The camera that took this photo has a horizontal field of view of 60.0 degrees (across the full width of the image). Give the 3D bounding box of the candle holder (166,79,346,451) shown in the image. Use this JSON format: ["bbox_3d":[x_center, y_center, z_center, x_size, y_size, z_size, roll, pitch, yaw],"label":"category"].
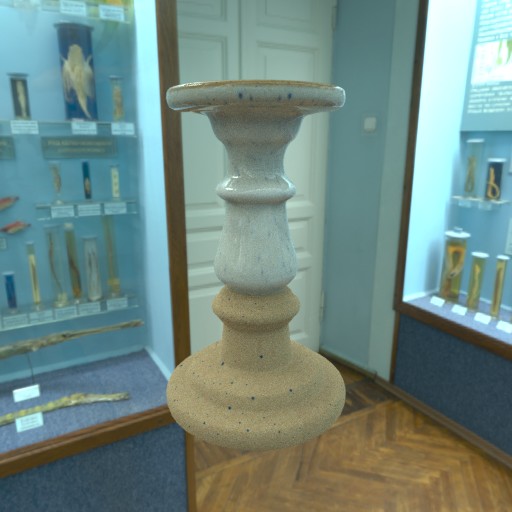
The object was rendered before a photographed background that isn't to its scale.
[{"bbox_3d":[0.000,0.000,0.286,0.123,0.202,0.123,0,15,0],"label":"candle holder"}]
